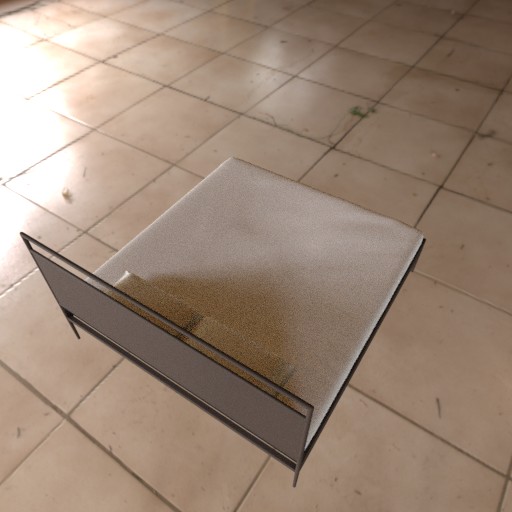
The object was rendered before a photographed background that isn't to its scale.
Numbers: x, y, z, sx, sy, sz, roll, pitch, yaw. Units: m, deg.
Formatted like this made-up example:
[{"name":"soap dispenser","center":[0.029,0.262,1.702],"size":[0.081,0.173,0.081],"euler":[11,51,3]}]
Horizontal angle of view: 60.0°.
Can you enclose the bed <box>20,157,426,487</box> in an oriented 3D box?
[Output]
[{"name":"bed","center":[0.000,0.000,3.326],"size":[1.993,1.173,2.151],"euler":[26,53,22]}]
